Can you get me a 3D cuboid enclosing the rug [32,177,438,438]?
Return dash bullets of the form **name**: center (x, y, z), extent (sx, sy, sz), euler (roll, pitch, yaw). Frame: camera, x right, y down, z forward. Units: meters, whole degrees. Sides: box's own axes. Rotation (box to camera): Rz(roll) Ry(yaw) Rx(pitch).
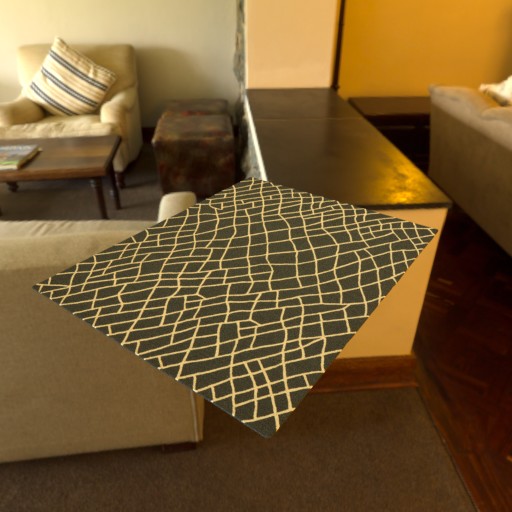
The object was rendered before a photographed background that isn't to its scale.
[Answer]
- **rug**: center (0.000, 0.000, 4.134), extent (2.439, 0.022, 3.047), euler (21, 38, 30)
